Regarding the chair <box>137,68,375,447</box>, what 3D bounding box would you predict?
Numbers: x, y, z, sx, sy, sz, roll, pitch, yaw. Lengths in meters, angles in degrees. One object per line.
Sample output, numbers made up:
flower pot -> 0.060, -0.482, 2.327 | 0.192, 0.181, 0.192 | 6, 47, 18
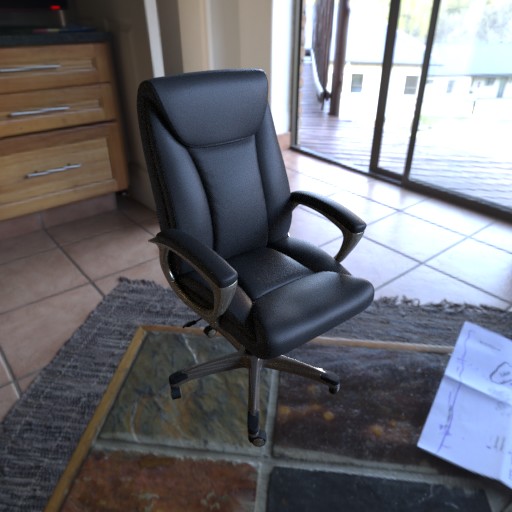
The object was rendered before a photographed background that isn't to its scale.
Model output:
chair -> 0.000, 0.000, 1.597 | 0.694, 1.188, 0.748 | -21, 35, -32
